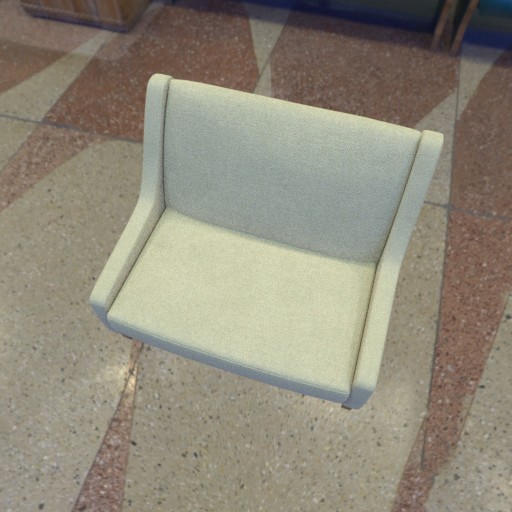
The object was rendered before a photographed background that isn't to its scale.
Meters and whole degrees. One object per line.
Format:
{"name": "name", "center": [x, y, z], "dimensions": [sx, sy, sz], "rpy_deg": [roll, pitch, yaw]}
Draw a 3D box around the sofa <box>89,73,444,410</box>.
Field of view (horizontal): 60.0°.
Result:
{"name": "sofa", "center": [0.000, 0.000, 1.936], "dimensions": [1.212, 0.976, 0.946], "rpy_deg": [15, 59, 10]}
